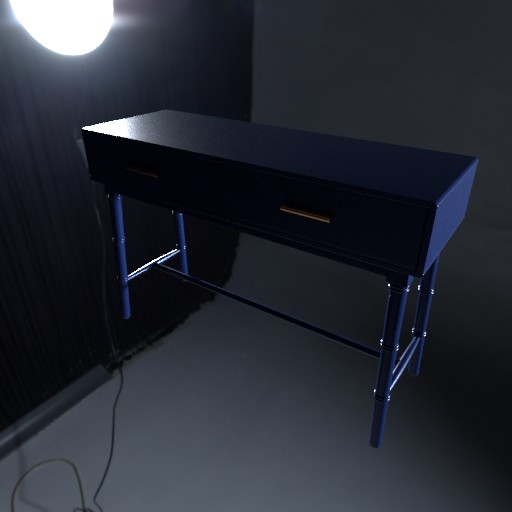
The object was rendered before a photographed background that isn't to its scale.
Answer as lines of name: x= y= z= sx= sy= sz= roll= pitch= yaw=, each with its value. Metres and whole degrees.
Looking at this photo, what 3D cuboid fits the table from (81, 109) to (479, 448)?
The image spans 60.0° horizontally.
table: x=0.000 y=0.000 z=1.452 sx=1.118 sy=0.749 sz=0.399 roll=19 pitch=34 yaw=30
